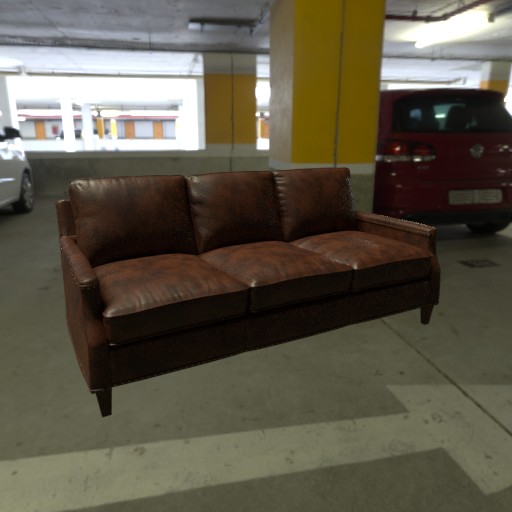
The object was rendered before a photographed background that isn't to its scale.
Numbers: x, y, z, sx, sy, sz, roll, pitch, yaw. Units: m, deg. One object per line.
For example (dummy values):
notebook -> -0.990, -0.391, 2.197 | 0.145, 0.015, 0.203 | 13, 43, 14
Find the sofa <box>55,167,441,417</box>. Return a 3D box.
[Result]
sofa -> 0.000, 0.000, 2.796 | 2.240, 1.003, 1.084 | -8, 17, -28
